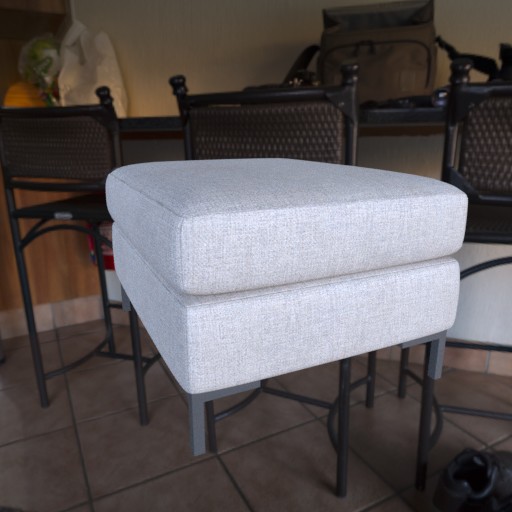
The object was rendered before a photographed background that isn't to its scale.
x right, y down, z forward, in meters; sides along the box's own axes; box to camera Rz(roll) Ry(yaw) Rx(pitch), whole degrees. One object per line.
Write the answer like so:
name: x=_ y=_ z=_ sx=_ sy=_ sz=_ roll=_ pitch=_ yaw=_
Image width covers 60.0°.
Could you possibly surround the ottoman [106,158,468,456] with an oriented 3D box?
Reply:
ottoman: x=0.000 y=0.000 z=1.201 sx=0.671 sy=0.490 sz=0.820 roll=-8 pitch=18 yaw=-25
